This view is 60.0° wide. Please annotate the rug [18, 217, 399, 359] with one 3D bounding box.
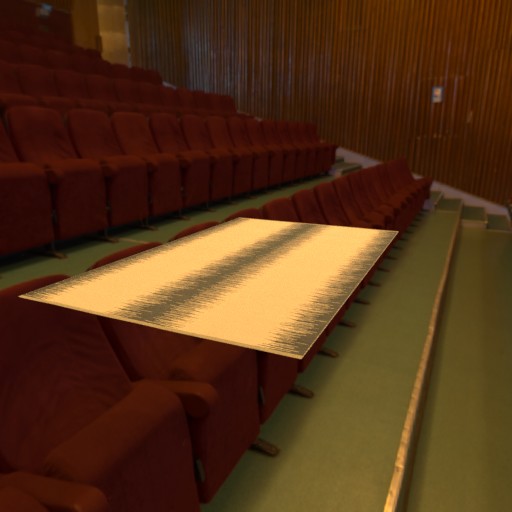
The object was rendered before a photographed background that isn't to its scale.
[{"bbox_3d":[0.000,0.000,3.000,1.519,0.003,2.453,7,17,24],"label":"rug"}]
